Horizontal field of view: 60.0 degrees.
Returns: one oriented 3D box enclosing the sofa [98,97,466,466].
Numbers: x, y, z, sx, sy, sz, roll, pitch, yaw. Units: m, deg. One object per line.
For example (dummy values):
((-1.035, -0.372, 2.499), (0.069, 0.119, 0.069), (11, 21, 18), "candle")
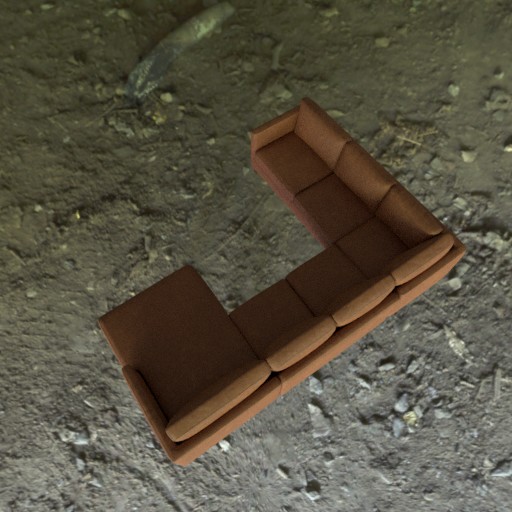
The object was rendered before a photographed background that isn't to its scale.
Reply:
((0.000, 0.000, 4.719), (3.460, 0.923, 2.593), (-32, 67, -15), "sofa")
